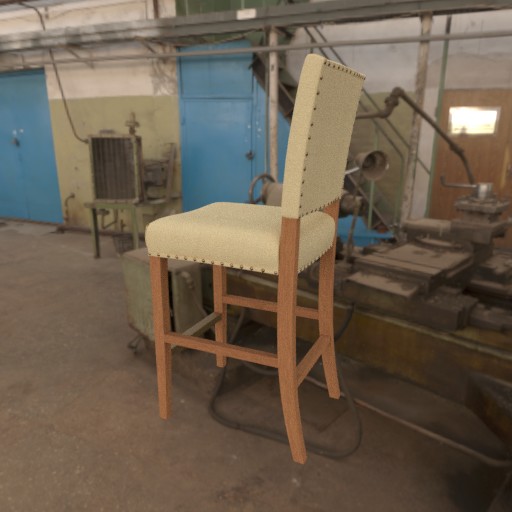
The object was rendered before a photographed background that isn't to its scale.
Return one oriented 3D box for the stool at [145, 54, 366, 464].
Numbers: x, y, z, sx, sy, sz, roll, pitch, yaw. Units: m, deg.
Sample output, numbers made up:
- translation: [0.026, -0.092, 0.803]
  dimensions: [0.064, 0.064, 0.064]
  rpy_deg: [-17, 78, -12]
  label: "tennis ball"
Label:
- translation: [0.000, 0.000, 1.496]
  dimensions: [0.584, 1.168, 0.445]
  rpy_deg: [8, 18, 25]
  label: "stool"
